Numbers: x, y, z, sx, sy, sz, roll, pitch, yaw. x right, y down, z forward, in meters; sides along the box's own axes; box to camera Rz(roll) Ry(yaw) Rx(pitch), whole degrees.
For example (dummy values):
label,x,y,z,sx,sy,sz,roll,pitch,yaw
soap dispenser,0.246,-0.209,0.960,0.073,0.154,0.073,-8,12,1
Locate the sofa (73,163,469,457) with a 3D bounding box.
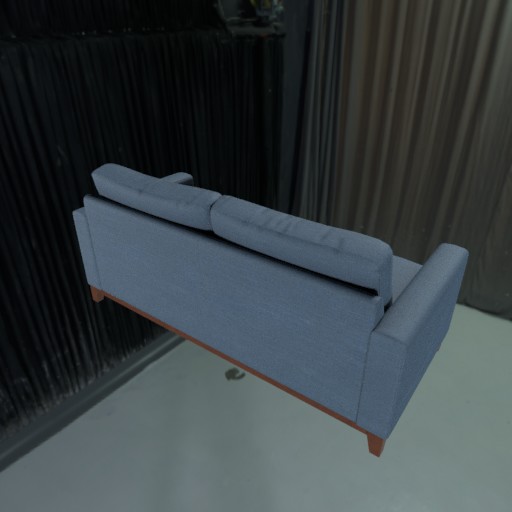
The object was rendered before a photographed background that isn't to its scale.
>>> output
label,x,y,z,sx,sy,sz,roll,pitch,yaw
sofa,0.000,0.000,2.357,1.900,0.865,0.877,20,35,31
